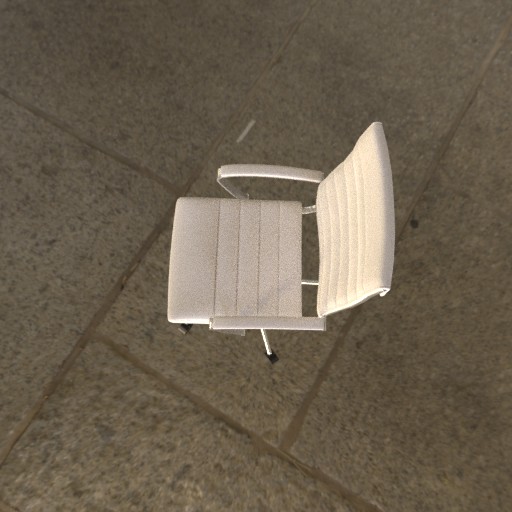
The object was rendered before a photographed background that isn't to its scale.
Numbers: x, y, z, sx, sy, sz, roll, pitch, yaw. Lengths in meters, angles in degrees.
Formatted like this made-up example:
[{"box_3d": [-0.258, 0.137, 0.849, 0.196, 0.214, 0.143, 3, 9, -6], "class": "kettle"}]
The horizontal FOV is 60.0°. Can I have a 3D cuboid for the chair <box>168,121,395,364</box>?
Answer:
[{"box_3d": [0.000, 0.000, 1.638, 0.739, 1.149, 0.766, 1, 76, 0], "class": "chair"}]
